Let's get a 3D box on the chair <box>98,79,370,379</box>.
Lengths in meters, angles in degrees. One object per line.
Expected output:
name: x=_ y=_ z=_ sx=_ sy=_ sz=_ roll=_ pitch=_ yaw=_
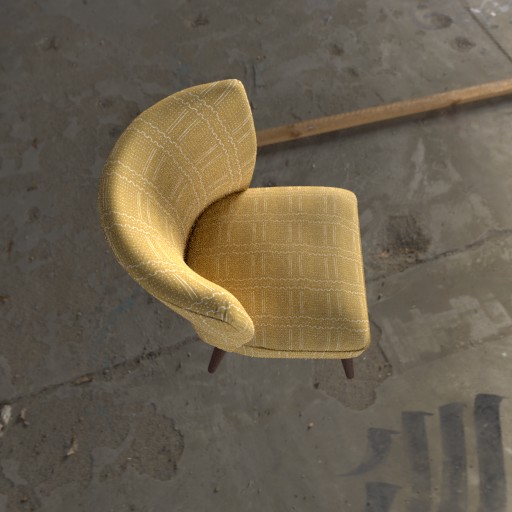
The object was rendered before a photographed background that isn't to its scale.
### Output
chair: x=0.000 y=0.000 z=1.443 sx=0.758 sy=0.866 sz=0.706 roll=1 pitch=64 yaw=0
